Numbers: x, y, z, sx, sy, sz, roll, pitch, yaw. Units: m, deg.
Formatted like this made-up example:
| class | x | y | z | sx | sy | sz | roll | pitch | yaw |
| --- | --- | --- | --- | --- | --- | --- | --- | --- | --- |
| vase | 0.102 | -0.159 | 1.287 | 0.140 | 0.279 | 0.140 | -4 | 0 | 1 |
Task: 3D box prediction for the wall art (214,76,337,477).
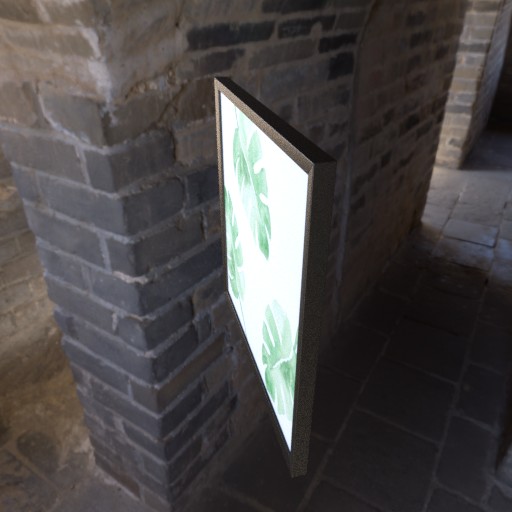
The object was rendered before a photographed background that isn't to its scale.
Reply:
| class | x | y | z | sx | sy | sz | roll | pitch | yaw |
| --- | --- | --- | --- | --- | --- | --- | --- | --- | --- |
| wall art | 0.000 | 0.000 | 1.162 | 0.038 | 0.765 | 0.765 | -8 | 32 | -13 |
